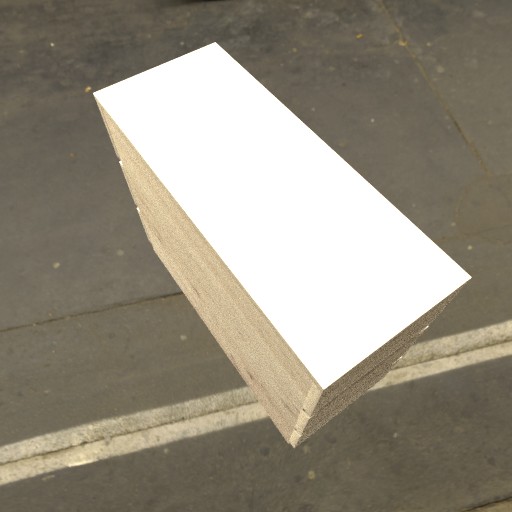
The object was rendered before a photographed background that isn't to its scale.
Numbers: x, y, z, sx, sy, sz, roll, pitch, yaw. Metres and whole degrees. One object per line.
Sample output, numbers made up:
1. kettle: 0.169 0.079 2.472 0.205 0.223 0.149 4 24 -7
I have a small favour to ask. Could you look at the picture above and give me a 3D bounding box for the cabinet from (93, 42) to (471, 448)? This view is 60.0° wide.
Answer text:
1. cabinet: 0.000 0.000 1.477 0.420 0.820 1.040 -31 64 -17
